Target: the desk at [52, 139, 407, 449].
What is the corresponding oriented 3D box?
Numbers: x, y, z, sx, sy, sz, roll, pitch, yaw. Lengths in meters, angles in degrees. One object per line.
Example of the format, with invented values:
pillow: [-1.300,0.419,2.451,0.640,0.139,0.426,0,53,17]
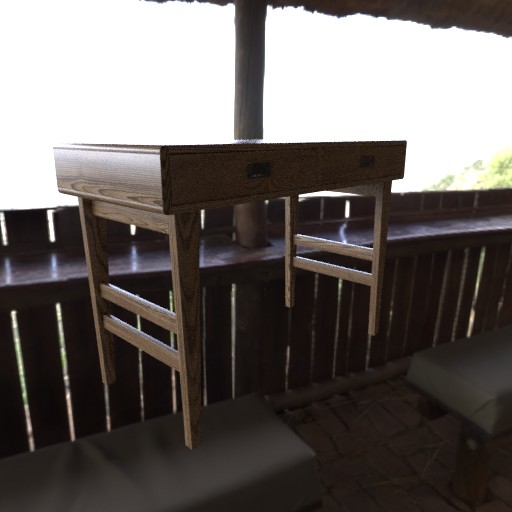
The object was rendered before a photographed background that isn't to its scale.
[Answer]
desk: [0.000,0.000,1.502,0.508,0.755,1.067,14,21,42]
